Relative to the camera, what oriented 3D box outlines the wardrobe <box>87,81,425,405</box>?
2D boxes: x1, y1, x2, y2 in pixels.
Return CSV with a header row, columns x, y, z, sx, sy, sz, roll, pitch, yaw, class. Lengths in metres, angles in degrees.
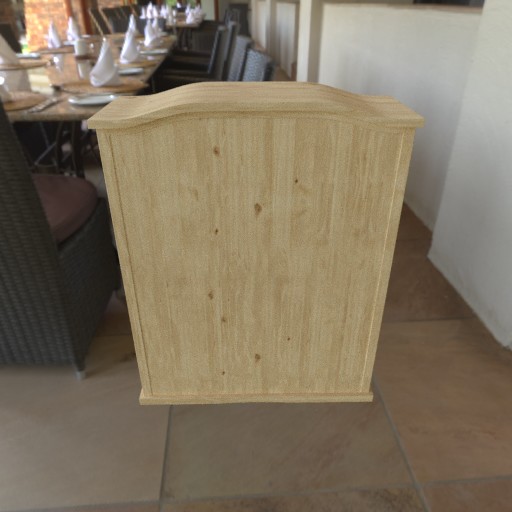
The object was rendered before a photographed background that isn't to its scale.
x,y,z,sx,sy,sz,roll,pitch,yaw,class
0.000,0.000,2.639,1.500,1.870,0.570,-1,30,-1,wardrobe
